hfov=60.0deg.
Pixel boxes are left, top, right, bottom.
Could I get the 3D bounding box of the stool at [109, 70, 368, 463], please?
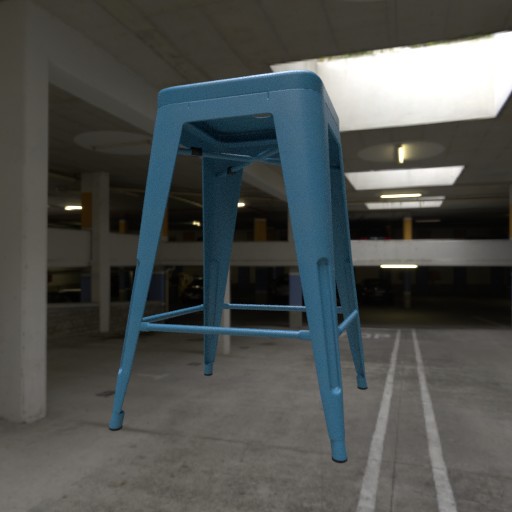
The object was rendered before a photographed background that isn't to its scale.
[{"bbox_3d":[0.000,0.000,0.898,0.410,0.608,0.410,0,-1,18],"label":"stool"}]
